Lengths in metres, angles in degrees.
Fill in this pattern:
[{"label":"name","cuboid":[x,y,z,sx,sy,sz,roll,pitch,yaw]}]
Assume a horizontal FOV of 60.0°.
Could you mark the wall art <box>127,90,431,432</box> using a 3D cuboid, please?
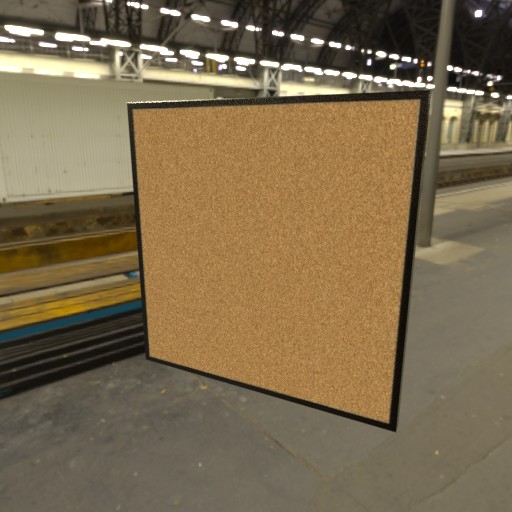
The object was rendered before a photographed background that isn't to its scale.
[{"label":"wall art","cuboid":[0.000,0.000,0.518,0.349,0.349,0.014,8,17,26]}]
